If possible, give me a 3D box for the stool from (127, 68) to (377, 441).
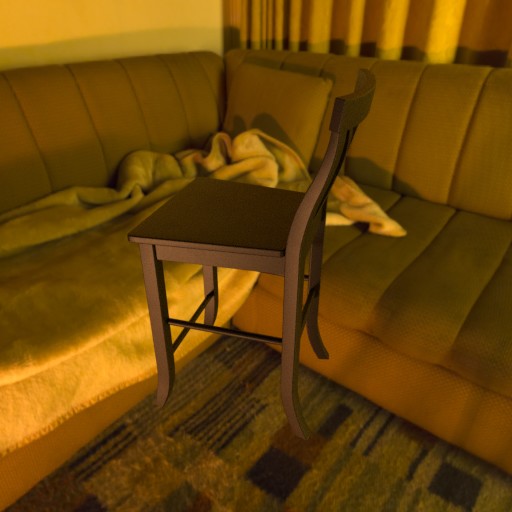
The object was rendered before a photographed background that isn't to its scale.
[{"bbox_3d":[0.000,0.000,1.302,0.559,0.989,0.452,9,31,15],"label":"stool"}]
